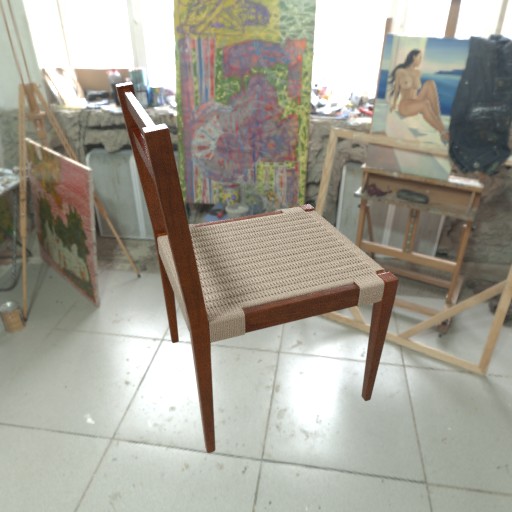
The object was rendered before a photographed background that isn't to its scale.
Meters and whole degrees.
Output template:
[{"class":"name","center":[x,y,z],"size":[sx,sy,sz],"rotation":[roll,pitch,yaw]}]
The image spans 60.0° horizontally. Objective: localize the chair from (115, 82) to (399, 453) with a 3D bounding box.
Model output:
[{"class":"chair","center":[0.000,0.000,1.210],"size":[0.569,0.851,0.495],"rotation":[-11,32,-18]}]
